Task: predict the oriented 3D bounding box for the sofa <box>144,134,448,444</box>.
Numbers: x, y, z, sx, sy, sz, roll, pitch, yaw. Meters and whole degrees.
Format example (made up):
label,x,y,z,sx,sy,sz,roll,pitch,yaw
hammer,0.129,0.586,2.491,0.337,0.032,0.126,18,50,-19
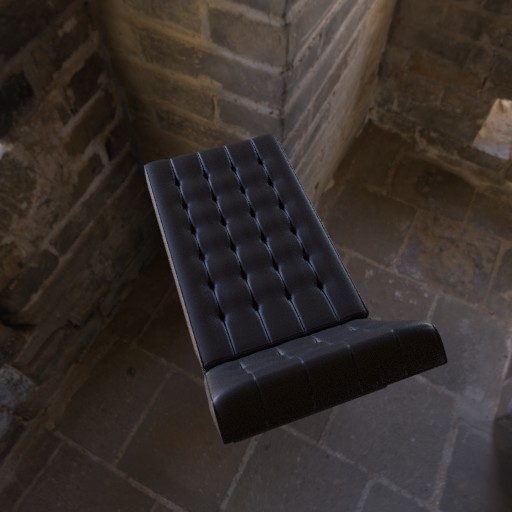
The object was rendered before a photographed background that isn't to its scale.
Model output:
label,x,y,z,sx,sy,sz,roll,pitch,yaw
sofa,0.000,0.000,2.010,0.760,0.820,1.560,-16,59,-10
